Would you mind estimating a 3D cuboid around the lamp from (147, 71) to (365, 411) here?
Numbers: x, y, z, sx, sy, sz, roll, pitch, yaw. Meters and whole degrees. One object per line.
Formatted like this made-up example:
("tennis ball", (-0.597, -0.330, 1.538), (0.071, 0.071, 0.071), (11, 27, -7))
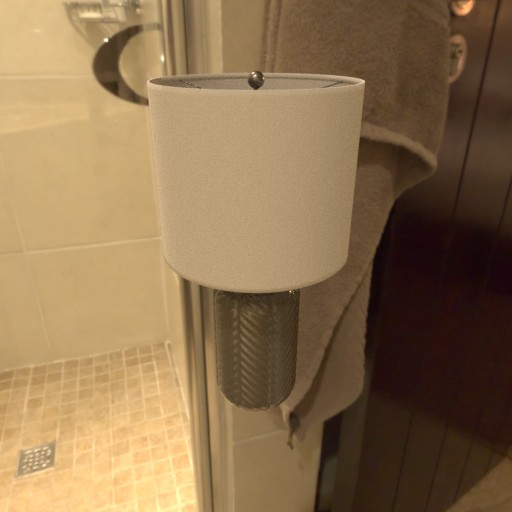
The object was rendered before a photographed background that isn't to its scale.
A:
("lamp", (0.000, 0.000, 0.504), (0.203, 0.389, 0.203), (17, 31, 31))
